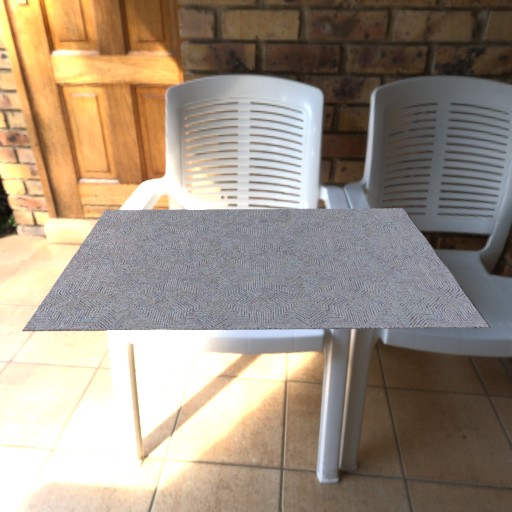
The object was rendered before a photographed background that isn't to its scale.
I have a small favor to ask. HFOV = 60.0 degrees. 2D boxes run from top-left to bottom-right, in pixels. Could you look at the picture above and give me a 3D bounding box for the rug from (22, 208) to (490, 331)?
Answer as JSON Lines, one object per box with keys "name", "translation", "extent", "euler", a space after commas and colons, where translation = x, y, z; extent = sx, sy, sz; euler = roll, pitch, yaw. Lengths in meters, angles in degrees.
{"name": "rug", "translation": [0.000, 0.000, 2.951], "extent": [2.428, 0.007, 1.519], "euler": [0, 30, -1]}
